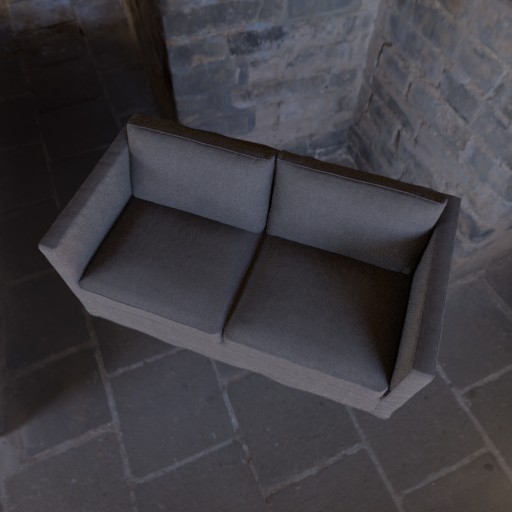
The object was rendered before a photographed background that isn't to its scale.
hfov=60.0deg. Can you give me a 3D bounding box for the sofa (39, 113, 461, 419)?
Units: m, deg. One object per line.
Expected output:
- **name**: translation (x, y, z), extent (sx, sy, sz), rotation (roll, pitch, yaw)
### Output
- **sofa**: translation (0.000, 0.000, 2.303), extent (1.802, 0.854, 0.974), rotation (17, 60, 10)
